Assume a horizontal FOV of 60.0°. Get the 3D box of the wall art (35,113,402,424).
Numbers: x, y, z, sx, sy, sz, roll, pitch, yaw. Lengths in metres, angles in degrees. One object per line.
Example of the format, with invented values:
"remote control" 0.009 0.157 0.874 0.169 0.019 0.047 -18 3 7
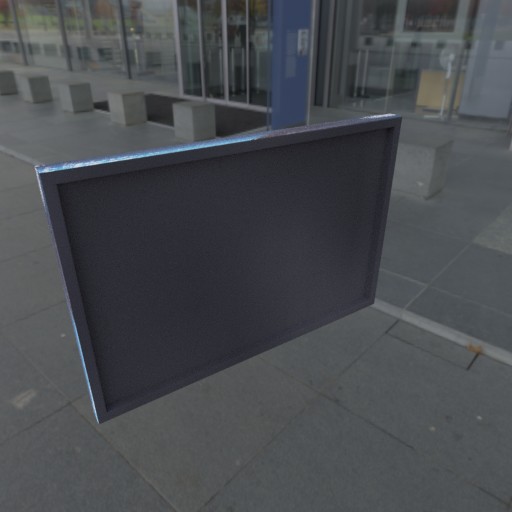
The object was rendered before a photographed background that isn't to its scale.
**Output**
"wall art" 0.000 0.000 0.757 0.609 0.406 0.033 -17 33 -29
